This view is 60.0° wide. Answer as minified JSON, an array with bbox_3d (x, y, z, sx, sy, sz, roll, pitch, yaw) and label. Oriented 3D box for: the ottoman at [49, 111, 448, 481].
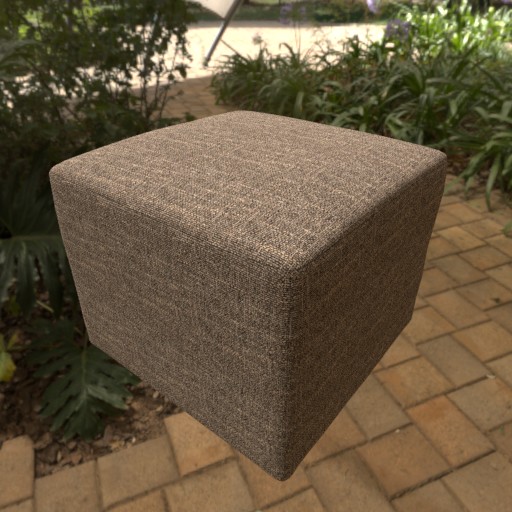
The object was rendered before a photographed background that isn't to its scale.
[{"bbox_3d":[0.000,0.000,0.872,0.521,0.453,0.512,23,38,32],"label":"ottoman"}]
